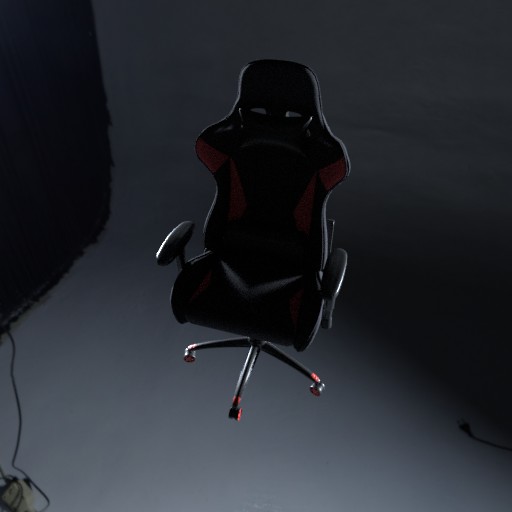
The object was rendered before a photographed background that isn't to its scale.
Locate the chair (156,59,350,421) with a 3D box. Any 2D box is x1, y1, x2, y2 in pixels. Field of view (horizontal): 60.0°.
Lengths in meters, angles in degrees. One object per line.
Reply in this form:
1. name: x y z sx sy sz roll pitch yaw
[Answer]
1. chair: 0.000 0.000 1.734 0.695 1.326 0.658 11 40 13
